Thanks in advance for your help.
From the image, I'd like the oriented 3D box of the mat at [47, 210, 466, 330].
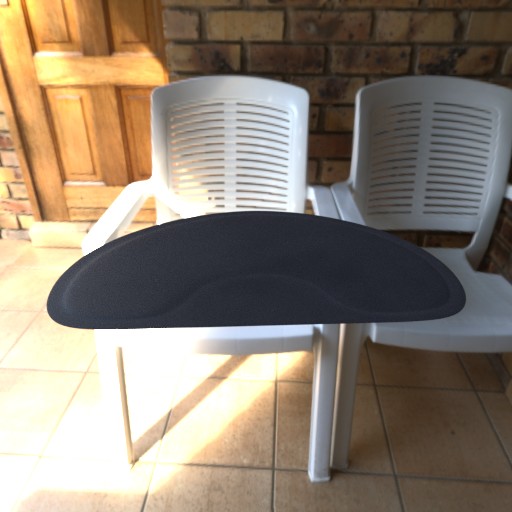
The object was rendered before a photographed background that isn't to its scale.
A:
[{"bbox_3d":[0.000,0.000,1.841,1.524,0.013,0.913,-1,30,-2],"label":"mat"}]
